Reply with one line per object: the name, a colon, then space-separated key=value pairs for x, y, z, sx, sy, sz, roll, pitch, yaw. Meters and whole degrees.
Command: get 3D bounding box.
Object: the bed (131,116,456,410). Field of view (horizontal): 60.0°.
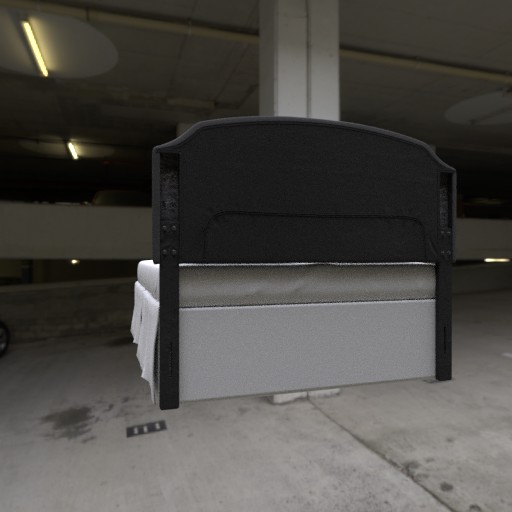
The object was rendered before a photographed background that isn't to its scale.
bed: x=0.000 y=0.000 z=2.986 sx=1.558 sy=1.270 sz=1.999 roll=0 pitch=0 yaw=-18
